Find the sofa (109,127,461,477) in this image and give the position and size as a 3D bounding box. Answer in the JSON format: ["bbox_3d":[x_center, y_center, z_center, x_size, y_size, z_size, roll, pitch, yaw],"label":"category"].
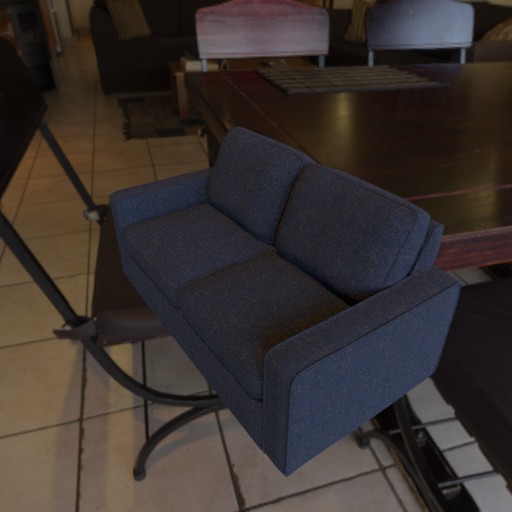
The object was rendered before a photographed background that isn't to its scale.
[{"bbox_3d":[0.000,0.000,2.270,0.947,0.918,1.709,-21,38,-29],"label":"sofa"}]
